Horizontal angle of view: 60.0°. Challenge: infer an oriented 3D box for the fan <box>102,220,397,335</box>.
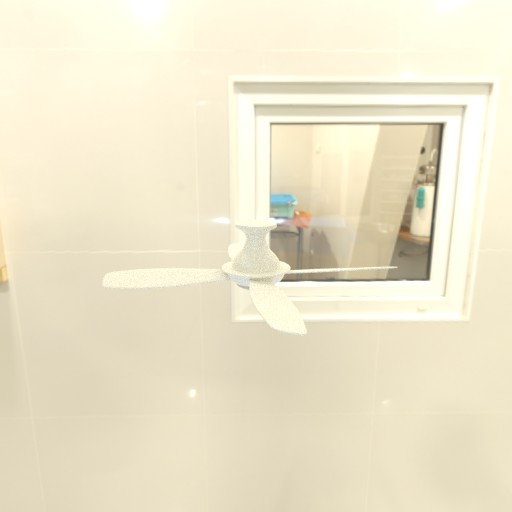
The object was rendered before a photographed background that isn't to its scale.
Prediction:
[{"bbox_3d":[0.000,0.000,2.532,1.694,0.382,1.693,-2,14,-9],"label":"fan"}]
